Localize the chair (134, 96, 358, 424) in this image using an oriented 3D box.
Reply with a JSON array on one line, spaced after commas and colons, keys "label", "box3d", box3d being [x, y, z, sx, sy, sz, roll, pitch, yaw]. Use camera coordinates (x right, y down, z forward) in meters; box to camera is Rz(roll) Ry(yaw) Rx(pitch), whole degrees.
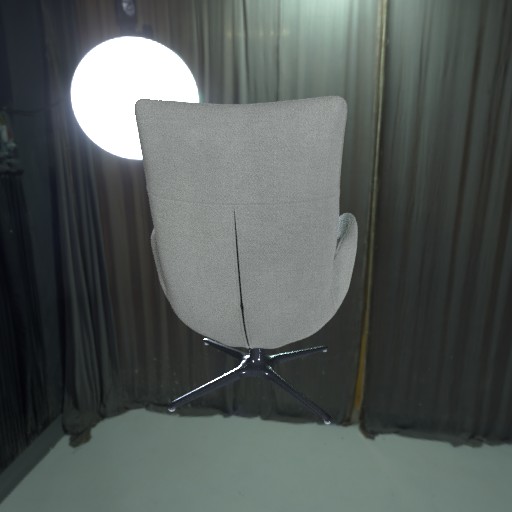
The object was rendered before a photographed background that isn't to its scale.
[{"label": "chair", "box3d": [0.000, 0.000, 1.588, 0.711, 1.016, 0.889, 2, 15, 7]}]
